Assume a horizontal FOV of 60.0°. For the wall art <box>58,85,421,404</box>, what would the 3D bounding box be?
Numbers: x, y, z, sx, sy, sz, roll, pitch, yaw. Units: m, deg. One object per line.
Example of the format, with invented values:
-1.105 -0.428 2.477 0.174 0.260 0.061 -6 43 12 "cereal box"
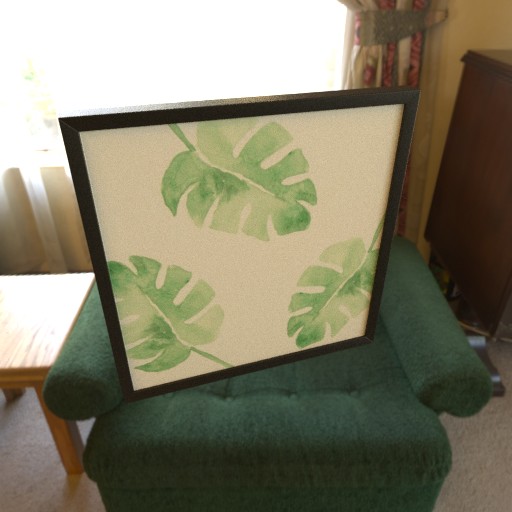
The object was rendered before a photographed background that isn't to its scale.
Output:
0.000 0.000 0.743 0.508 0.508 0.036 -10 33 -15 "wall art"
